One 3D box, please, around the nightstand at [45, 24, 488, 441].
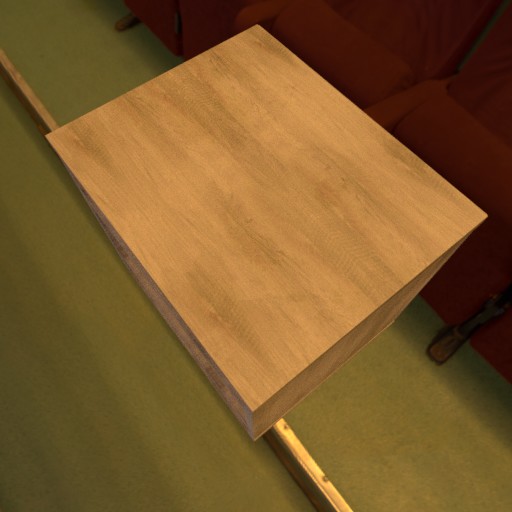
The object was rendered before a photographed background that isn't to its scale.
[{"bbox_3d":[0.000,0.000,0.736,0.347,0.448,0.427,-35,69,-16],"label":"nightstand"}]
